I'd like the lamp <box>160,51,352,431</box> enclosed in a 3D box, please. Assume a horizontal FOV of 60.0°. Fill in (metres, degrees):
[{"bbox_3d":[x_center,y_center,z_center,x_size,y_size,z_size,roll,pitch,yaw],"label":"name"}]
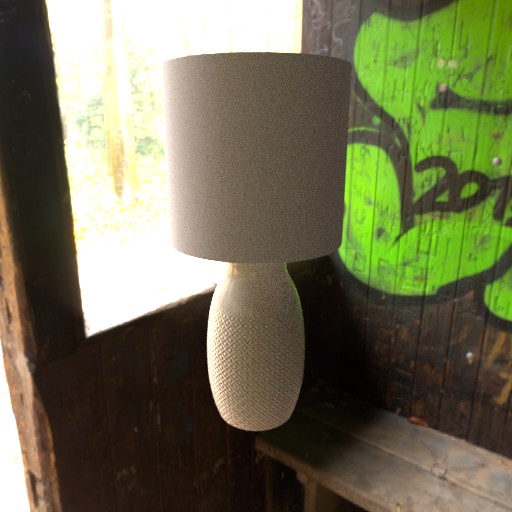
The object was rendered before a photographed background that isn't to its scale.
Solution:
[{"bbox_3d":[0.000,0.000,0.574,0.217,0.453,0.217,3,16,10],"label":"lamp"}]
